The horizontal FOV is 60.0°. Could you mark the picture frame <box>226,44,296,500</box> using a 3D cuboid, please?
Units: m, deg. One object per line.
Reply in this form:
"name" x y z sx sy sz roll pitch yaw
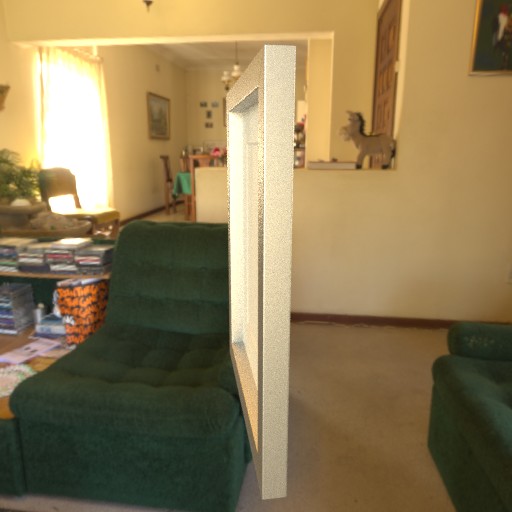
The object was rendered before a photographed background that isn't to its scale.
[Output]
"picture frame" 0.000 0.000 0.512 0.036 0.386 0.307 -2 14 -9
